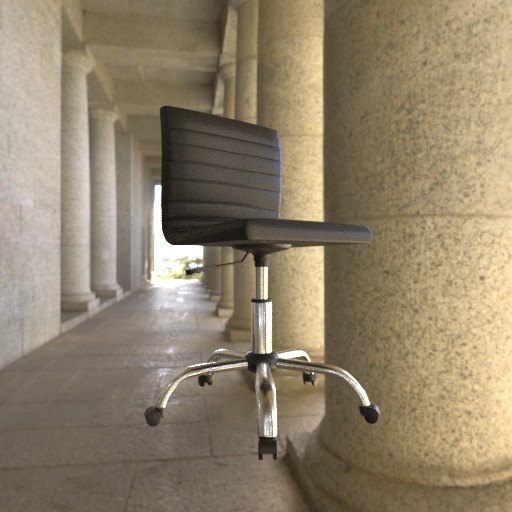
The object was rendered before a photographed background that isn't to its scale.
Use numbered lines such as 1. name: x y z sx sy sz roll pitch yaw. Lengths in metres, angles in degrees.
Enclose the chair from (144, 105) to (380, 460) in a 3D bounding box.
1. chair: 0.000 0.000 1.137 0.556 0.780 0.530 0 0 -38
